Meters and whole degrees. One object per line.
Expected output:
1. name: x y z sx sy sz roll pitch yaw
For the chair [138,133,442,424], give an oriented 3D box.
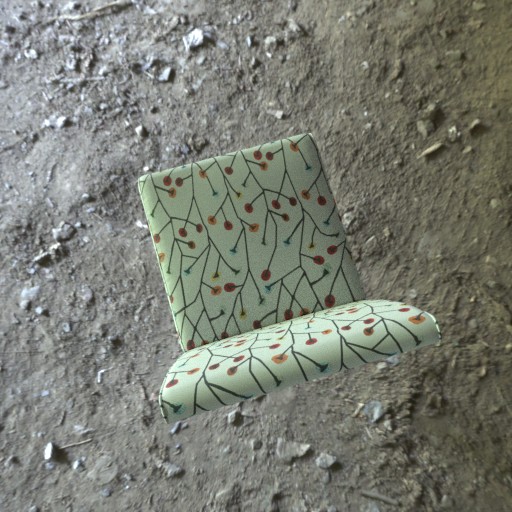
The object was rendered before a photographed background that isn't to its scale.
1. chair: 0.000 0.000 1.325 0.597 0.813 0.732 -16 76 -4
